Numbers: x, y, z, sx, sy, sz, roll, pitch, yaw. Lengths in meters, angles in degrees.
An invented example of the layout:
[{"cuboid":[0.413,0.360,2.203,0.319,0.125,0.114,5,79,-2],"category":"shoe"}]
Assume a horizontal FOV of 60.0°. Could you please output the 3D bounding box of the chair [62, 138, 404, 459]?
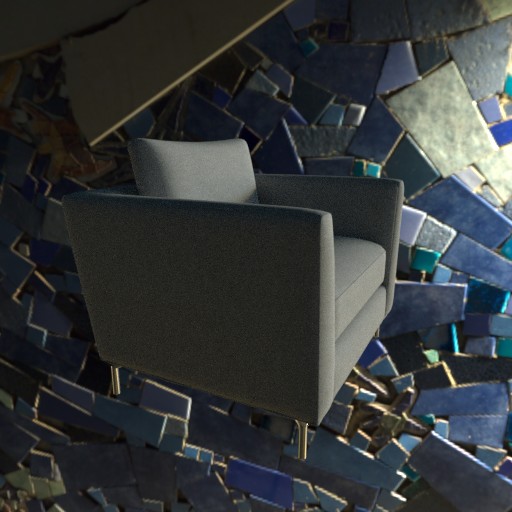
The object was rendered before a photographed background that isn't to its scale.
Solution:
[{"cuboid":[0.000,0.000,1.685,0.889,0.864,1.041,8,17,27],"category":"chair"}]
